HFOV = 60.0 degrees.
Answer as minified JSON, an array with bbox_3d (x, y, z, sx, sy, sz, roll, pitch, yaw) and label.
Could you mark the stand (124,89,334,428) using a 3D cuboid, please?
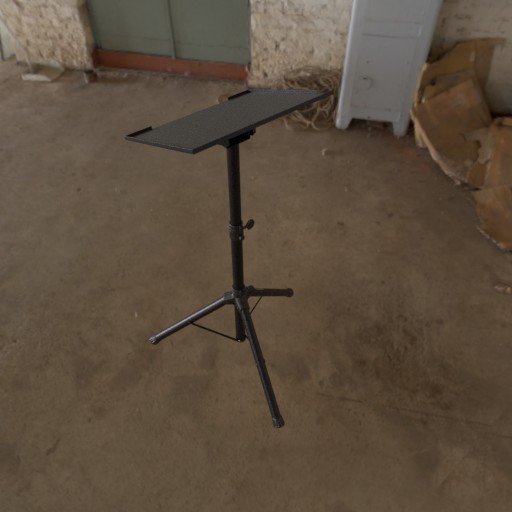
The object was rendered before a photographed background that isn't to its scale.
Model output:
[{"bbox_3d":[0.000,0.000,1.588,0.702,1.198,0.702,-31,53,-27],"label":"stand"}]
